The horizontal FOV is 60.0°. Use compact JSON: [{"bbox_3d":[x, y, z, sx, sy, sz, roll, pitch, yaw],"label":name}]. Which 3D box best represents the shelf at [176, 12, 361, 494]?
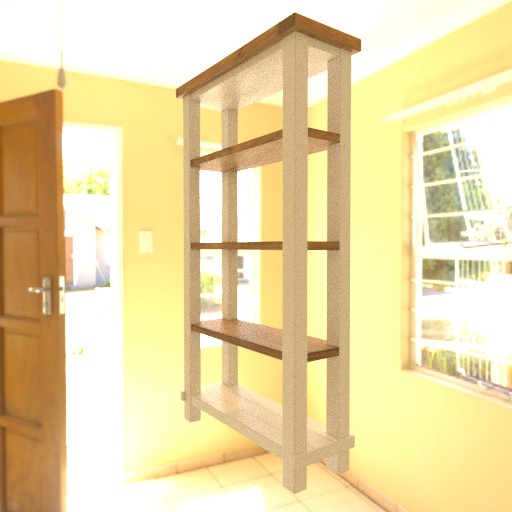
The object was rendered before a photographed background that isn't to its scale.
[{"bbox_3d":[0.000,0.000,2.227,0.381,1.878,1.022,-1,2,-36],"label":"shelf"}]
